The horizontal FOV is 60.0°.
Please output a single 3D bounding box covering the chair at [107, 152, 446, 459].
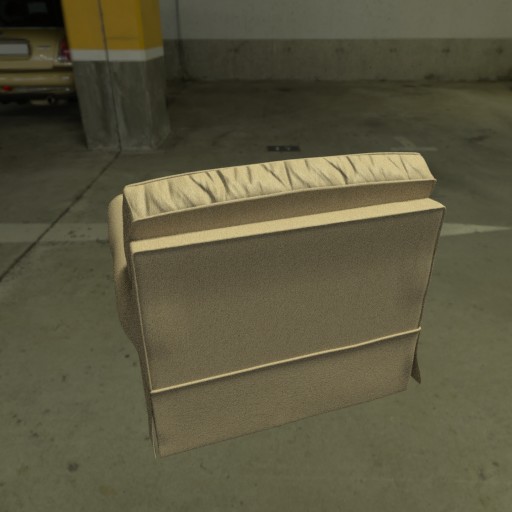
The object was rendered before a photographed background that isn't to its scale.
[{"bbox_3d":[0.000,0.000,1.772,1.096,0.937,0.903,-9,29,-17],"label":"chair"}]
